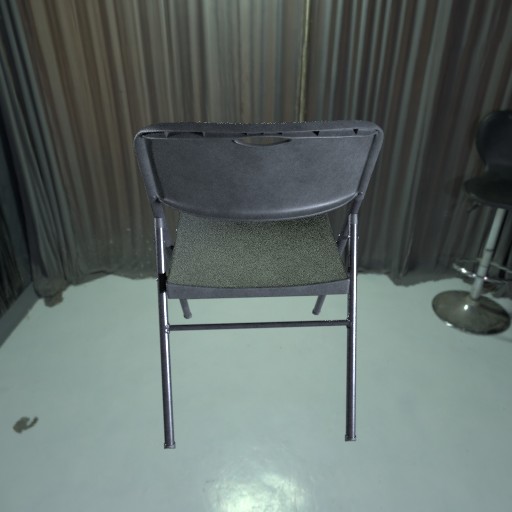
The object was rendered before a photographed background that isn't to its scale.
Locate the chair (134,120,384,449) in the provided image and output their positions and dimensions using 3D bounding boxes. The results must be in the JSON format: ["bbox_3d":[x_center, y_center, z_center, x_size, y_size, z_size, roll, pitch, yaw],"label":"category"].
[{"bbox_3d":[0.000,0.000,1.157,0.494,0.810,0.566,-1,30,-2],"label":"chair"}]
